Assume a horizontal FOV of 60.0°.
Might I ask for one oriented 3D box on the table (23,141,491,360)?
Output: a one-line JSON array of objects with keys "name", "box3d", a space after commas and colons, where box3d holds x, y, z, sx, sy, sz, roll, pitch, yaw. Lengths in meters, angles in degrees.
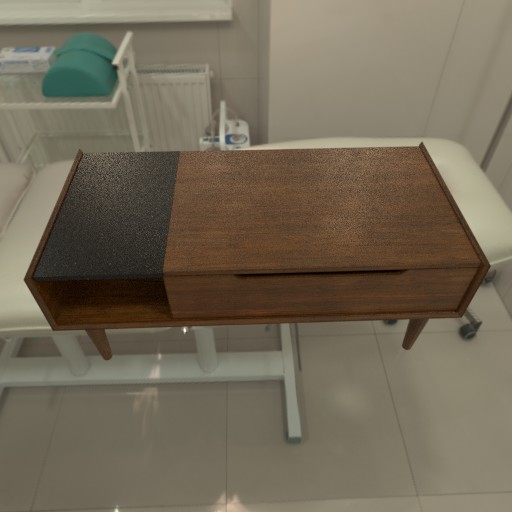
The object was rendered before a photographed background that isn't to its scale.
[{"name": "table", "box3d": [0.000, 0.000, 1.550, 1.221, 0.508, 0.610, -2, 46, -2]}]
